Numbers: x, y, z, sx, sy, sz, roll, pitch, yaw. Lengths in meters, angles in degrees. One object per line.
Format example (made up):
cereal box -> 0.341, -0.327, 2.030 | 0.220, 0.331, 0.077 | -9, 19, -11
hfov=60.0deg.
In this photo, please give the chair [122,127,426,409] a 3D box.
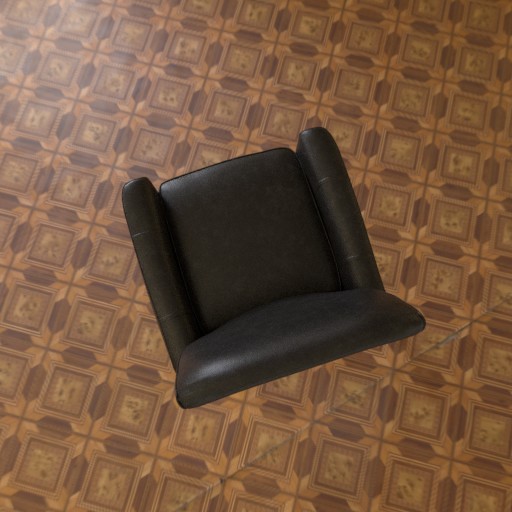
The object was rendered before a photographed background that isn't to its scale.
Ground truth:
chair -> 0.000, 0.000, 1.672 | 0.848, 1.014, 0.864 | -17, 77, -4
